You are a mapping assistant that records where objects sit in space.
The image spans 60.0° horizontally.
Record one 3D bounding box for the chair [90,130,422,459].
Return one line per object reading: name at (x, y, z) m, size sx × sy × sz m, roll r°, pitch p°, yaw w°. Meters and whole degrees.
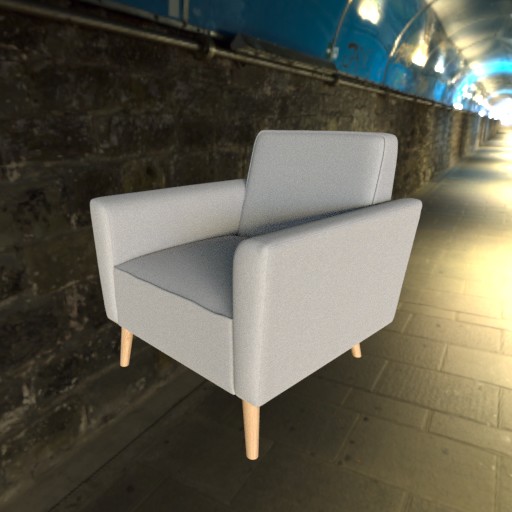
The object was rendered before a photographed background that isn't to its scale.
chair at (0.000, 0.000, 1.450) m, size 0.780 × 0.780 × 0.750 m, roll 16°, pitch 23°, yaw 42°
